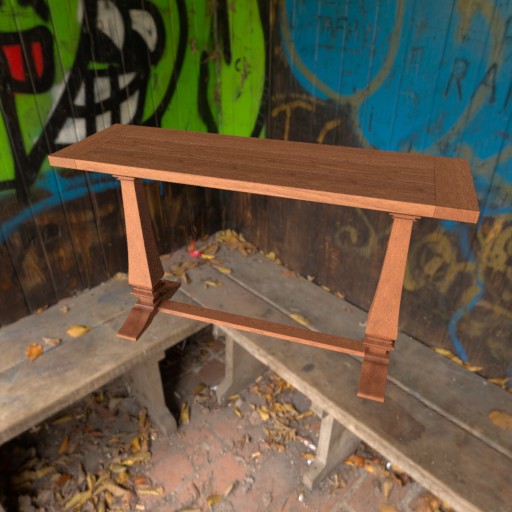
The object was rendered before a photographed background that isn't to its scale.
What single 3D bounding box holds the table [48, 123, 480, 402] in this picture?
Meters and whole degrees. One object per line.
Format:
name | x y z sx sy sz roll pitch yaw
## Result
table | 0.000 0.000 1.852 1.478 0.852 0.461 10 34 15
